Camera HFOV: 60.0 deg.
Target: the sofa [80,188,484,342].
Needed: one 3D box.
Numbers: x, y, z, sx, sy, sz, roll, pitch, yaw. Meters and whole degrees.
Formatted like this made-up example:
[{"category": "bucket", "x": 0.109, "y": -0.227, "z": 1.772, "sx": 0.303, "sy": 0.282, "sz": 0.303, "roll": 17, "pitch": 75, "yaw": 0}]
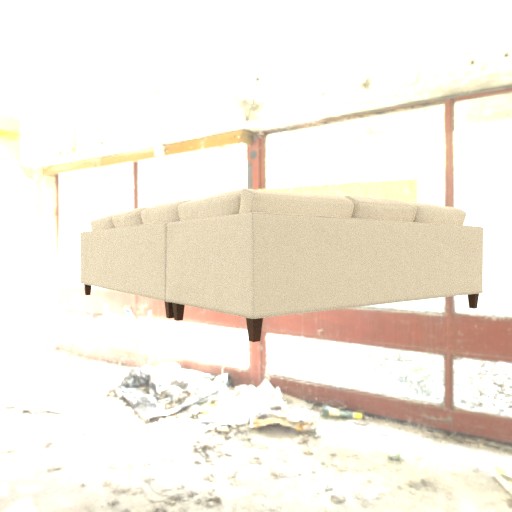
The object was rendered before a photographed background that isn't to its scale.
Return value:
[{"category": "sofa", "x": 0.000, "y": 0.000, "z": 4.274, "sx": 2.432, "sy": 0.863, "sz": 3.182, "roll": -1, "pitch": 1, "yaw": -37}]
